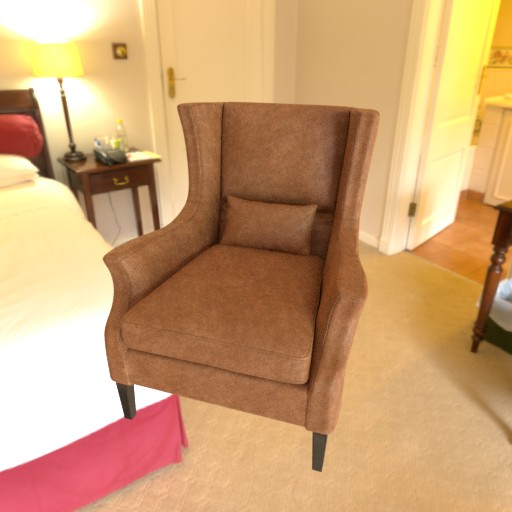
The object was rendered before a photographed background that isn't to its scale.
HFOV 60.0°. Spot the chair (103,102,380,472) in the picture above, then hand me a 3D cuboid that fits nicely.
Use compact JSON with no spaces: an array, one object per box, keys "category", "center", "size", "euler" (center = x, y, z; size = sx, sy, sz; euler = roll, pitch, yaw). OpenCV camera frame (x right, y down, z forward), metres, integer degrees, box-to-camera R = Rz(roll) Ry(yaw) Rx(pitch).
[{"category":"chair","center":[0.000,0.000,1.649],"size":[0.853,1.016,0.926],"euler":[8,27,16]}]
